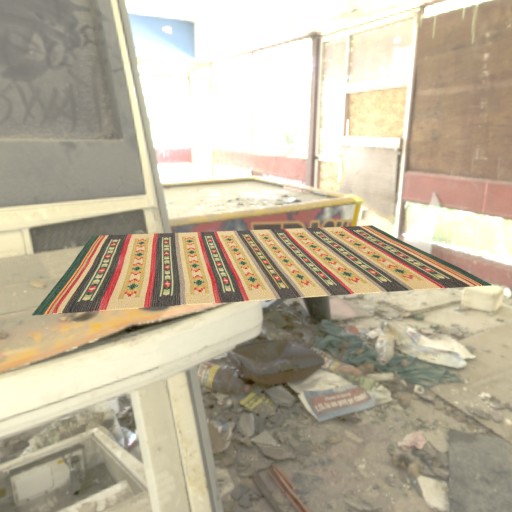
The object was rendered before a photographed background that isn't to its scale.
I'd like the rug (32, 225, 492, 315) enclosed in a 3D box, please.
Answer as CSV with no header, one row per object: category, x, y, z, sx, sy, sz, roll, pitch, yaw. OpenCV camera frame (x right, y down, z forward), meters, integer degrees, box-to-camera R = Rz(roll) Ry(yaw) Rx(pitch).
rug,0.000,0.000,2.903,2.311,0.010,1.522,-3,16,-9
